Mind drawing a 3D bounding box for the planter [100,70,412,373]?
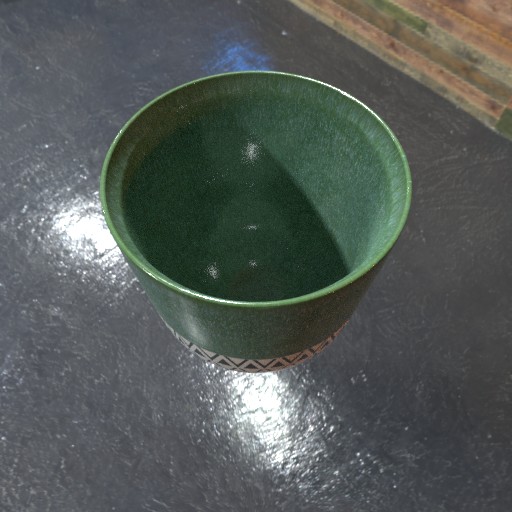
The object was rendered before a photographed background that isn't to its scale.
[{"bbox_3d":[0.000,0.000,0.371,0.195,0.214,0.195,0,58,0],"label":"planter"}]
